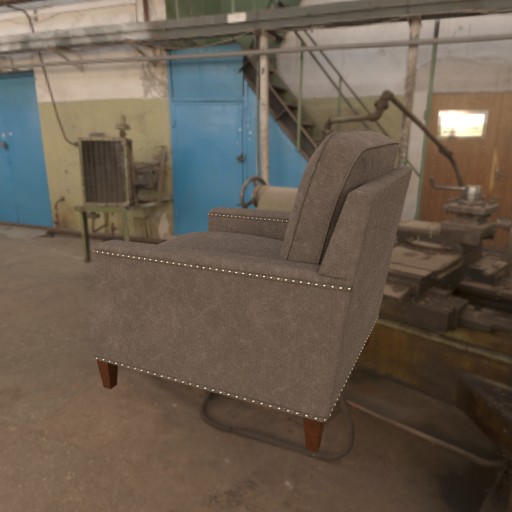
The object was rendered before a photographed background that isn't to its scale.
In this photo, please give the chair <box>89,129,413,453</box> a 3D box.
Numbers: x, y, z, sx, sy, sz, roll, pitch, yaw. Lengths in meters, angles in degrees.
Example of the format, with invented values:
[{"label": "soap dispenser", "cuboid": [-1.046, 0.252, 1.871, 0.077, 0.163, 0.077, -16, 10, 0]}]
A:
[{"label": "chair", "cuboid": [0.000, 0.000, 1.727, 1.014, 0.948, 0.853, 7, 17, 24]}]
